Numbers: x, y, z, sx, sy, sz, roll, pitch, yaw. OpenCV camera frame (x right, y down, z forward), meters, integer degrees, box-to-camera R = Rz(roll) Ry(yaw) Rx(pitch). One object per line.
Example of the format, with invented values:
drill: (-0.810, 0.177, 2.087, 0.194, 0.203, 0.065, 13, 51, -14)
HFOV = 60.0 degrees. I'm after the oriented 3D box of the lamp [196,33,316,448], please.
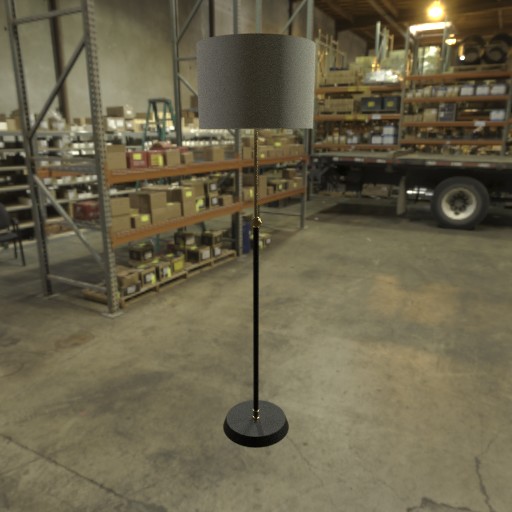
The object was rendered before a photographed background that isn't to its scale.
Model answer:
lamp: (0.000, 0.000, 1.709, 0.404, 1.517, 0.404, 8, 18, 27)
